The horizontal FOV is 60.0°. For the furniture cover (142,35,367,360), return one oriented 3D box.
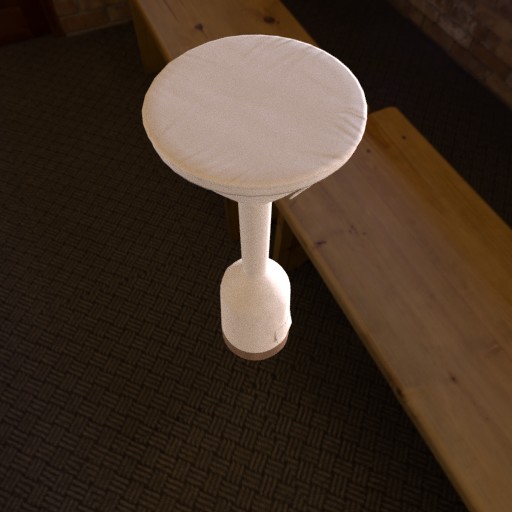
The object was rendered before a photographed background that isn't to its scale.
[{"bbox_3d":[0.000,0.000,2.828,0.914,2.413,0.914,29,63,17],"label":"furniture cover"}]
